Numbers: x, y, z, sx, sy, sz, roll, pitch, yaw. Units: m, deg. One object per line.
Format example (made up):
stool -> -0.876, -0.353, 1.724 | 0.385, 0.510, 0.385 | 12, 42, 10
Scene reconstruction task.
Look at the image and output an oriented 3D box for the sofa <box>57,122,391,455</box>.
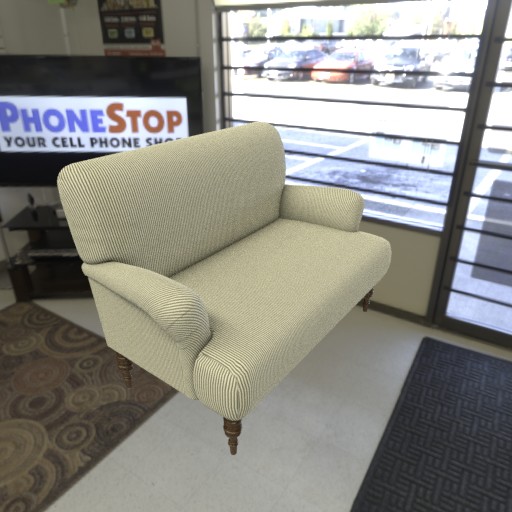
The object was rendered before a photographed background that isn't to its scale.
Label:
sofa -> 0.000, 0.000, 1.856 | 0.779, 0.889, 1.297 | 18, 31, 32
